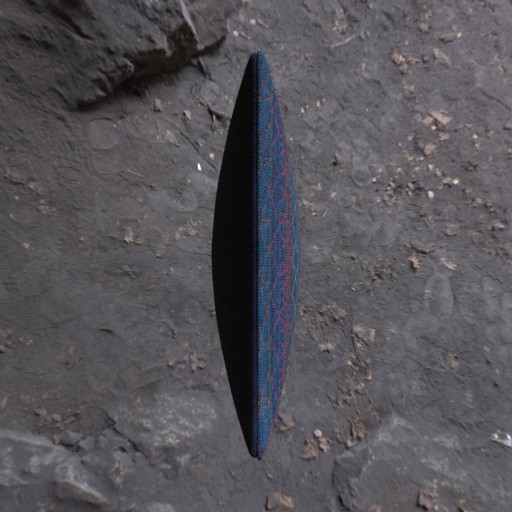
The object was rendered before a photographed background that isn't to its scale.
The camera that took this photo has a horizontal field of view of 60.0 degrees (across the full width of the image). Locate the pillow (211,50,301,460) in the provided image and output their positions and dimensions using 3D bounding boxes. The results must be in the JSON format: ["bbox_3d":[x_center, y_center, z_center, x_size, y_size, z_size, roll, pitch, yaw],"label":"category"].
[{"bbox_3d":[0.000,0.000,0.669,0.141,0.431,0.431,0,89,0],"label":"pillow"}]
